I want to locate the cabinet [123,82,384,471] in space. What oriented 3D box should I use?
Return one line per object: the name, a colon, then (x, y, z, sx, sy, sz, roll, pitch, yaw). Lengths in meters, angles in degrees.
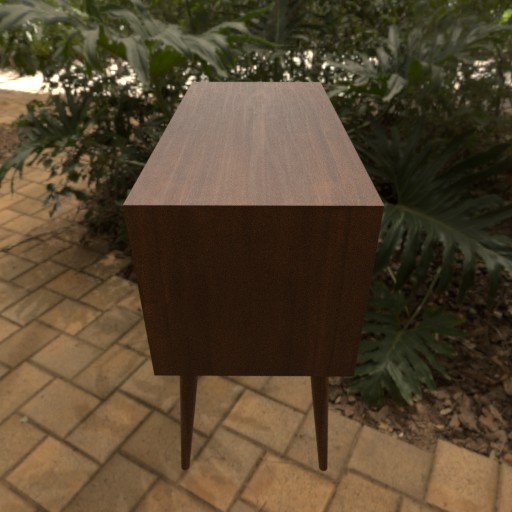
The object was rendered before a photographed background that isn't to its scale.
cabinet: (0.000, 0.000, 1.087, 0.354, 0.654, 0.743, 0, 33, 0)
